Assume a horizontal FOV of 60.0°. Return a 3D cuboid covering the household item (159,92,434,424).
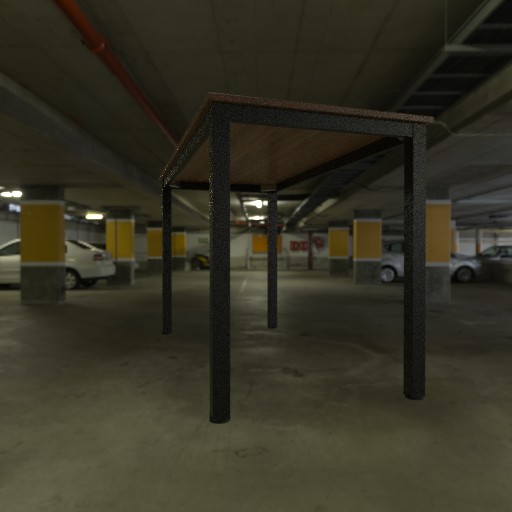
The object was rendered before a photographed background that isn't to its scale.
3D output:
[{"bbox_3d":[0.000,0.000,1.648,0.600,0.750,1.200,0,1,-17],"label":"household item"}]
